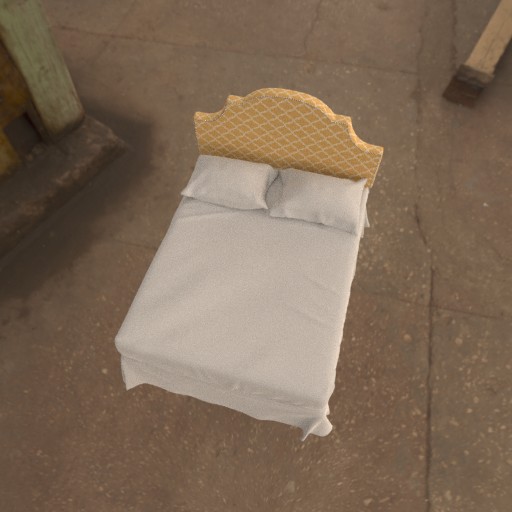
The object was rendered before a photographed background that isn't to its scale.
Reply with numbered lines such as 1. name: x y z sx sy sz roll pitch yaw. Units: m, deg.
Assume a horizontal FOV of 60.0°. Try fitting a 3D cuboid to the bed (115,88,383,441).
1. bed: 0.000 0.000 3.470 1.780 1.633 2.222 13 59 8
